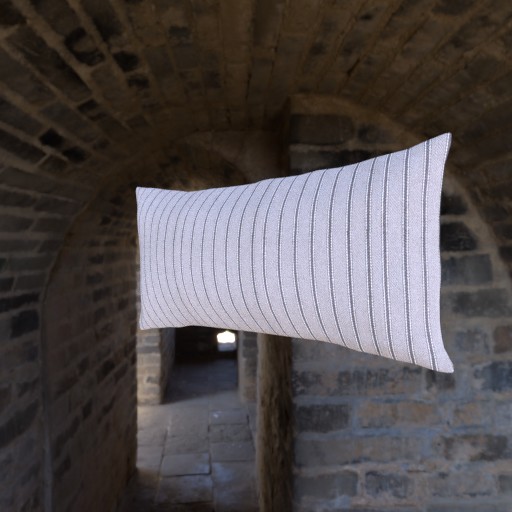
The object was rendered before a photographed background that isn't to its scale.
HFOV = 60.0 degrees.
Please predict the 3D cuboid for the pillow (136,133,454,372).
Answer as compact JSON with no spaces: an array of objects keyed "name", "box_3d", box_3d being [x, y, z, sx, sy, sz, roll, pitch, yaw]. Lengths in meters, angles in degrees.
[{"name":"pillow","box_3d":[0.000,0.000,0.731,0.609,0.305,0.151,0,0,37]}]
